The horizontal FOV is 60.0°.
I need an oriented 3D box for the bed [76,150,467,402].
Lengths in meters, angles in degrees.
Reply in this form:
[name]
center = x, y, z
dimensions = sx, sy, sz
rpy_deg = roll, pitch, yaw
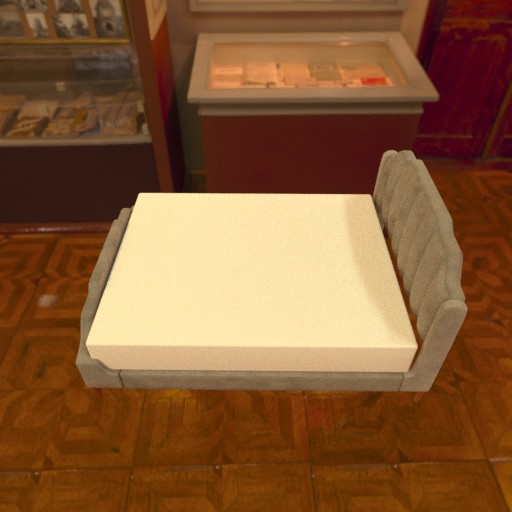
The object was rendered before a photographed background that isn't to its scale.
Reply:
[bed]
center = 0.000, 0.000, 3.285
dimensions = 2.340, 1.245, 1.676
rpy_deg = 0, 43, 0
